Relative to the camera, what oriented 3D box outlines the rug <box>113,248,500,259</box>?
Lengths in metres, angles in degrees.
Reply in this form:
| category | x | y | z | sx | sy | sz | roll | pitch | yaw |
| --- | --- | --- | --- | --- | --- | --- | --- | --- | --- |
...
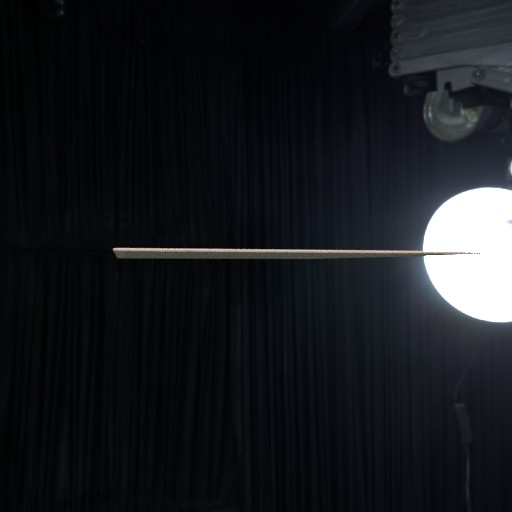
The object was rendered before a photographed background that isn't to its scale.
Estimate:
| category | x | y | z | sx | sy | sz | roll | pitch | yaw |
| --- | --- | --- | --- | --- | --- | --- | --- | --- | --- |
| rug | 0.000 | 0.000 | 3.797 | 2.288 | 0.018 | 2.895 | 0 | -1 | -17 |
